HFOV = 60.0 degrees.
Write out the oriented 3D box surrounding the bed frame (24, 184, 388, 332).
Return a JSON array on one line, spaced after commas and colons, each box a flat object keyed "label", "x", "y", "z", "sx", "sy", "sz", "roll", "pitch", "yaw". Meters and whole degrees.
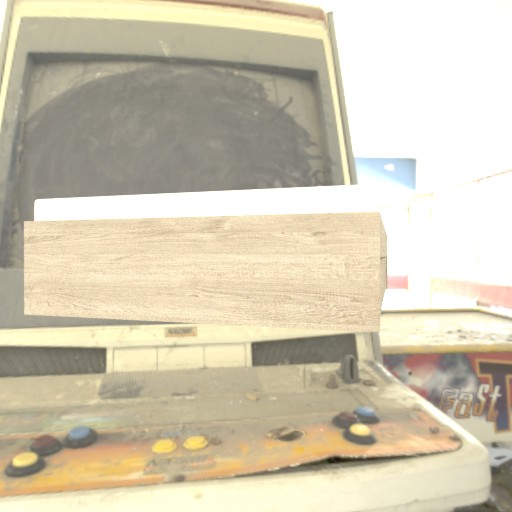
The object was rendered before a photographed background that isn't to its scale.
[{"label": "bed frame", "x": 0.000, "y": 0.000, "z": 2.585, "sx": 1.448, "sy": 0.490, "sz": 1.944, "roll": 0, "pitch": 0, "yaw": 17}]
